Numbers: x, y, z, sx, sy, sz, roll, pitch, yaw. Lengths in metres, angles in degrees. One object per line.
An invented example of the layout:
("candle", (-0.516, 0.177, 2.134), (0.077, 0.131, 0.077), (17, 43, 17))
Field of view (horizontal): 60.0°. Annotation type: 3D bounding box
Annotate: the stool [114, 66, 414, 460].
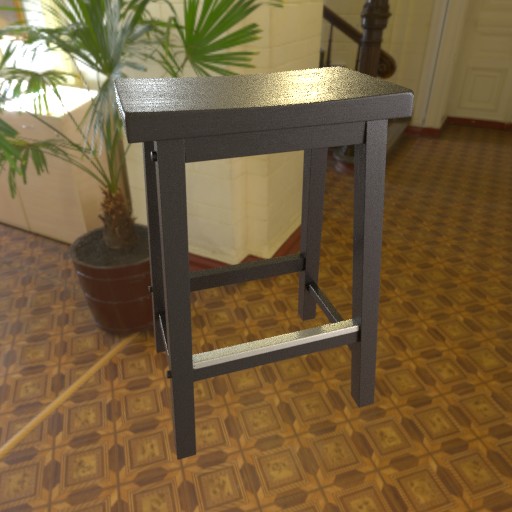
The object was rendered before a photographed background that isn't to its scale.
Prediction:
("stool", (0.000, 0.000, 0.830), (0.406, 0.610, 0.322), (-10, 33, -15))
